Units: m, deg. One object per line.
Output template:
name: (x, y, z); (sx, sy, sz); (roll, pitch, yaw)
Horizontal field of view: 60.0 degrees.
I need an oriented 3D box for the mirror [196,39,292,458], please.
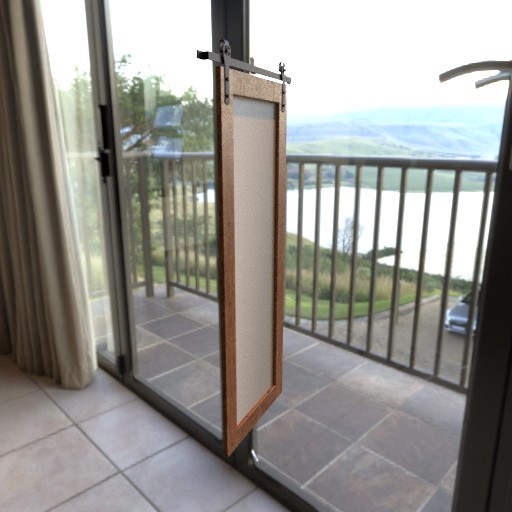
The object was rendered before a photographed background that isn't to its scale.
mirror: (0.000, 0.000, 2.115); (0.042, 1.793, 0.847); (7, 16, 26)
